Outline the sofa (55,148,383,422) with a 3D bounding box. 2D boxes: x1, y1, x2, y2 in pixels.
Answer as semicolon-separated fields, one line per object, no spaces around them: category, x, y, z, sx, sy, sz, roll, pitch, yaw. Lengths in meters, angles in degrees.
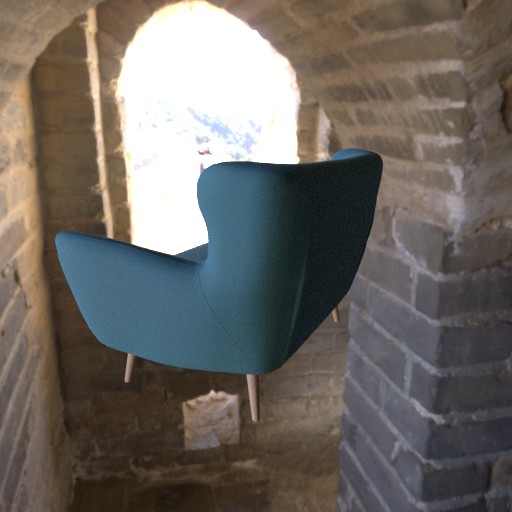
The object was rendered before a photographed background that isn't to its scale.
sofa;0.000;0.000;1.941;0.889;0.889;1.397;8;17;26
